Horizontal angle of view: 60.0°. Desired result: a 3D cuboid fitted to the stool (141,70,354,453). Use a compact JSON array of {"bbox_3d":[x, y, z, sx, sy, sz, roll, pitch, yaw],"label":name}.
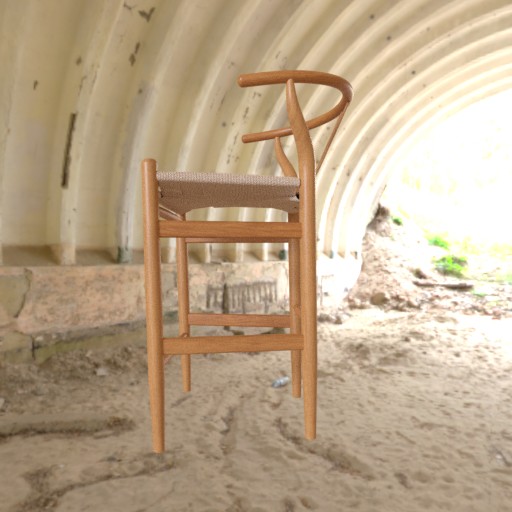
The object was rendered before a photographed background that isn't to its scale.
[{"bbox_3d":[0.000,0.000,1.353,0.579,0.970,0.569,0,0,-1],"label":"stool"}]
